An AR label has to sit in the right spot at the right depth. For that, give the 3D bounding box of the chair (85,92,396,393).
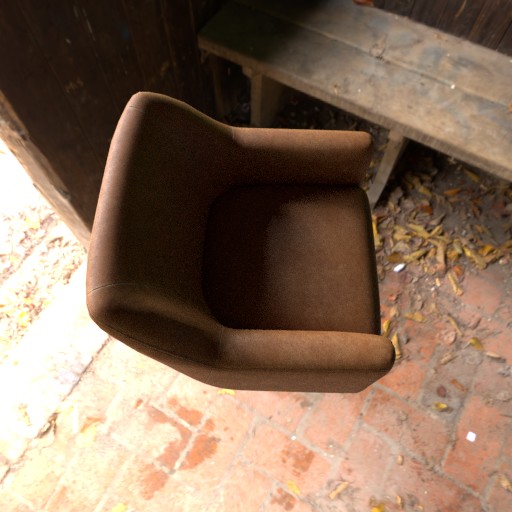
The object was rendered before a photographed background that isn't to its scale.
[{"bbox_3d":[0.000,0.000,1.857,1.034,0.980,1.037,2,65,1],"label":"chair"}]
